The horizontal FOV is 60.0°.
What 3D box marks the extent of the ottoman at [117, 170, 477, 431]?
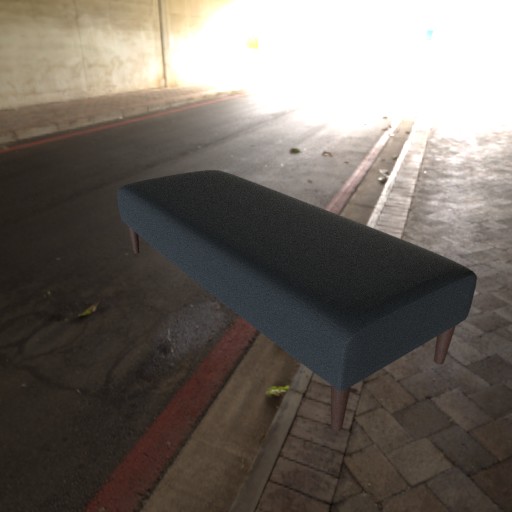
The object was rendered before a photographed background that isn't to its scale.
[{"bbox_3d":[0.000,0.000,1.908,0.646,0.393,1.609,-17,30,-32],"label":"ottoman"}]
